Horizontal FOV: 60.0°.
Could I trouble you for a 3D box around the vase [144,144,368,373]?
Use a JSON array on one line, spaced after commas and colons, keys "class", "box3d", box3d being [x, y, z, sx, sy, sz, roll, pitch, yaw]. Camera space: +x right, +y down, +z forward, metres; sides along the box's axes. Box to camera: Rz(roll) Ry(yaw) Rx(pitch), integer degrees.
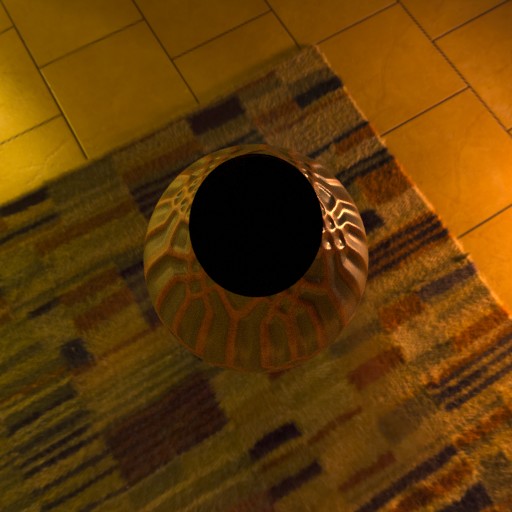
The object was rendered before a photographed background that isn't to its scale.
[{"class": "vase", "box3d": [0.000, 0.000, 0.135, 0.069, 0.088, 0.069, 0, 75, 0]}]
